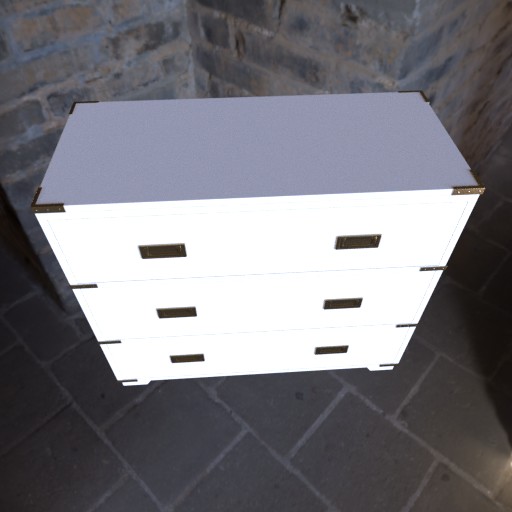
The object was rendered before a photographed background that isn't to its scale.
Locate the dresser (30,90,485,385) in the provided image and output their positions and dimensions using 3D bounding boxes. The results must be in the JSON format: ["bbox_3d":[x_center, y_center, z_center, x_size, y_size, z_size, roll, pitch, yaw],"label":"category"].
[{"bbox_3d":[0.000,0.000,1.475,1.022,0.891,0.460,-3,48,-3],"label":"dresser"}]
